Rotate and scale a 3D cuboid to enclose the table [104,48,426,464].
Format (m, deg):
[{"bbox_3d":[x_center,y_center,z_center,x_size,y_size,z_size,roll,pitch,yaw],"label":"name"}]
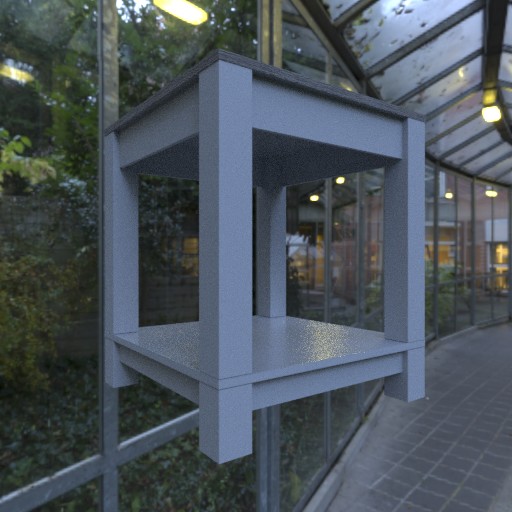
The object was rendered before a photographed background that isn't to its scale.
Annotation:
[{"bbox_3d":[0.000,0.000,0.978,0.504,0.587,0.506,0,0,-36],"label":"table"}]
